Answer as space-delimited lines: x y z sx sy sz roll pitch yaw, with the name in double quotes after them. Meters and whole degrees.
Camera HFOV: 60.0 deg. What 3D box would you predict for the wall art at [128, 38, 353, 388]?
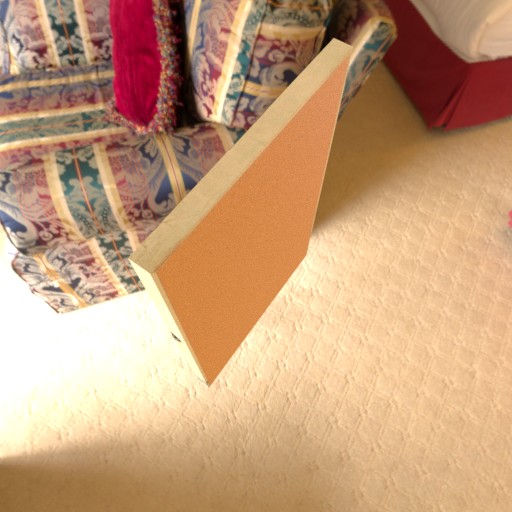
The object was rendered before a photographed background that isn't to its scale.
0.000 0.000 0.989 0.038 0.764 0.508 32 68 15 "wall art"
